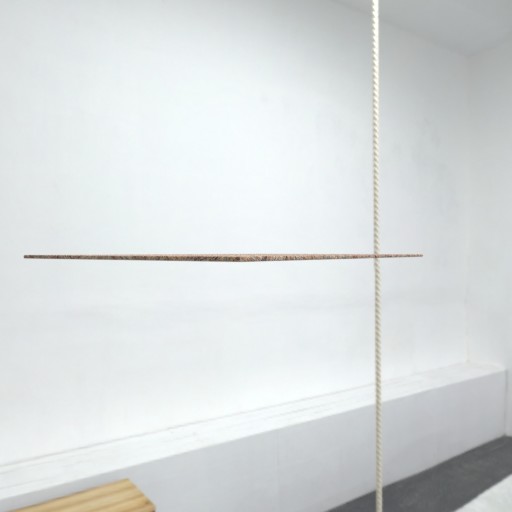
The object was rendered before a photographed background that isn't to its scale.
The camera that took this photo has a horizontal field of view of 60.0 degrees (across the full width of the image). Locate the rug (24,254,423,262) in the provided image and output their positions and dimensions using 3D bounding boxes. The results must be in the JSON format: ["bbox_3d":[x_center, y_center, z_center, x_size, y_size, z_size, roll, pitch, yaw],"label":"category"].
[{"bbox_3d":[0.000,0.000,2.928,1.523,0.019,2.285,0,1,36],"label":"rug"}]
